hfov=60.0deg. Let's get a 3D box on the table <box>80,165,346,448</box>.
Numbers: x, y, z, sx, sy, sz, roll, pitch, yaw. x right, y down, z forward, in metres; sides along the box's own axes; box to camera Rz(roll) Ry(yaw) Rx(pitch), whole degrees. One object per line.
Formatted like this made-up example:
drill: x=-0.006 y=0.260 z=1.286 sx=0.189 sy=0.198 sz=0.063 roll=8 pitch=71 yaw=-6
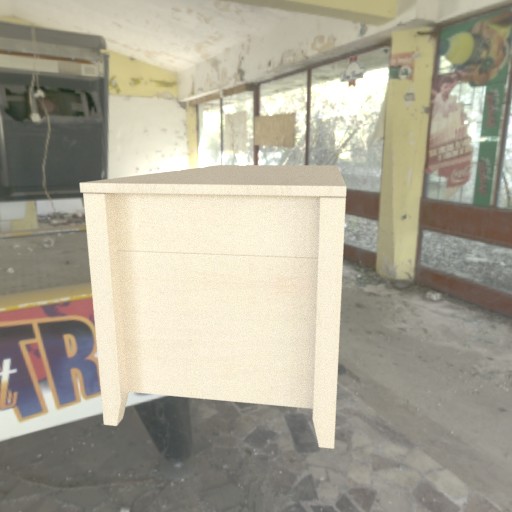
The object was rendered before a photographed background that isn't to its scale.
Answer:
table: x=0.000 y=0.000 z=1.280 sx=0.457 sy=0.483 sz=1.016 roll=2 pitch=14 yaw=9
